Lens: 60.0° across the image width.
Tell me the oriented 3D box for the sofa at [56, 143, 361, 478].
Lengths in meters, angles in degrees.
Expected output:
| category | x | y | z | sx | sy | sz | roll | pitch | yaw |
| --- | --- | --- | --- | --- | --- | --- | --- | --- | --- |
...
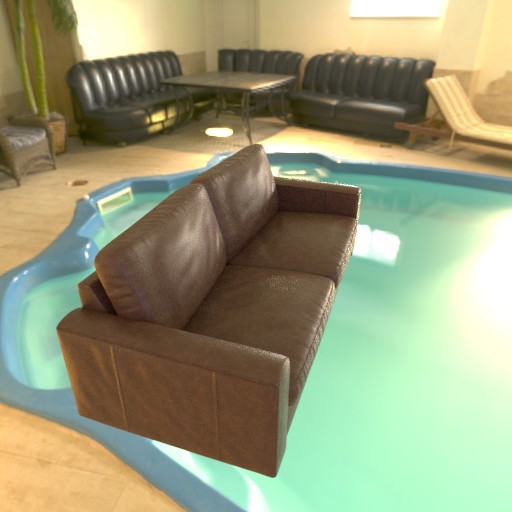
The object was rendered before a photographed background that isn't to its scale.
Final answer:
| category | x | y | z | sx | sy | sz | roll | pitch | yaw |
| --- | --- | --- | --- | --- | --- | --- | --- | --- | --- |
| sofa | 0.000 | 0.000 | 2.654 | 1.016 | 0.873 | 2.179 | 10 | 30 | 17 |
